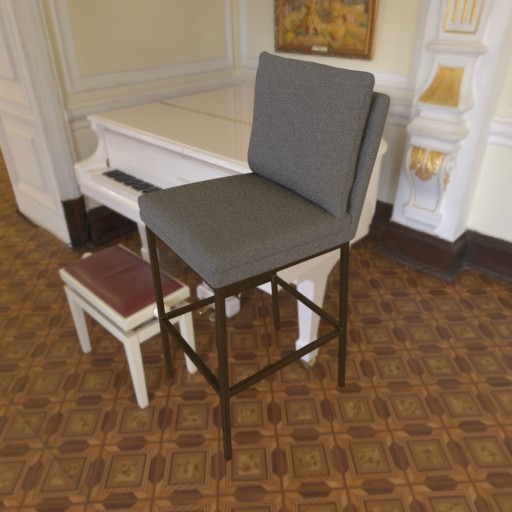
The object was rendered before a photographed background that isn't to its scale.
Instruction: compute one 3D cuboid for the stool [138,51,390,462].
[{"bbox_3d":[0.000,0.000,1.409,0.569,1.132,0.463,-20,36,-29],"label":"stool"}]
